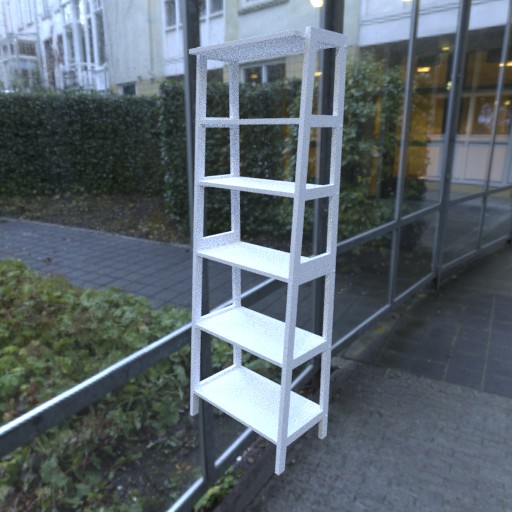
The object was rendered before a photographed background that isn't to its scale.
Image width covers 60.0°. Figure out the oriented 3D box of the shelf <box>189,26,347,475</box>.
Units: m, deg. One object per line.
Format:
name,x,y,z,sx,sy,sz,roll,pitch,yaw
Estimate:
shelf,0.000,0.000,2.126,0.660,1.892,0.381,15,22,42
